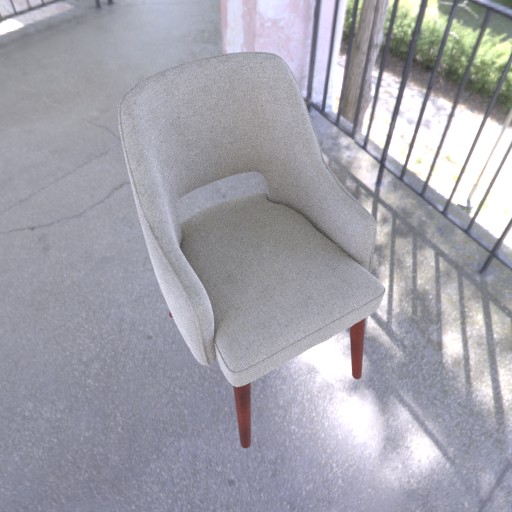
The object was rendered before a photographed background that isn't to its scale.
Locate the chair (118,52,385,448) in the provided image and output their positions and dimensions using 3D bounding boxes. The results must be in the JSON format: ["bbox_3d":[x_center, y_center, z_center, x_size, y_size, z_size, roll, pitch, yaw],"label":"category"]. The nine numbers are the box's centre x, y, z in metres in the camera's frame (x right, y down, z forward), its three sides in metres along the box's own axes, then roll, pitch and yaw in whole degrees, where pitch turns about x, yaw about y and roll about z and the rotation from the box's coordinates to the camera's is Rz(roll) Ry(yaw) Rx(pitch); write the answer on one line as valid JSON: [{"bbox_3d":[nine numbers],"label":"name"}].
[{"bbox_3d":[0.000,0.000,1.209,0.548,0.849,0.605,-24,53,-20],"label":"chair"}]
